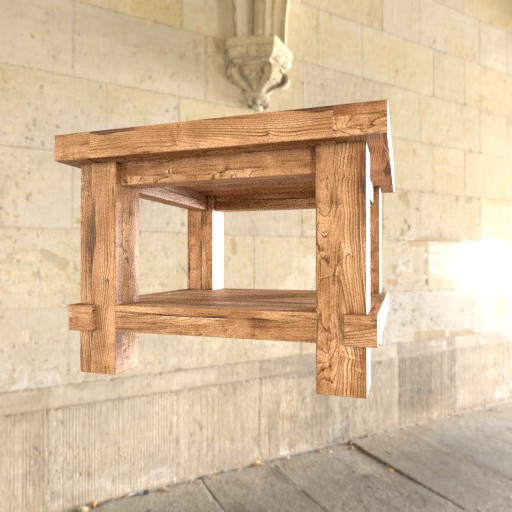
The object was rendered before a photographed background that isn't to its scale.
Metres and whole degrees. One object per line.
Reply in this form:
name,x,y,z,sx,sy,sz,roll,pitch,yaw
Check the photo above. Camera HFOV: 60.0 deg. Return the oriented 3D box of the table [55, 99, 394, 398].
table,0.000,0.000,1.038,0.610,0.457,0.610,0,-1,18
